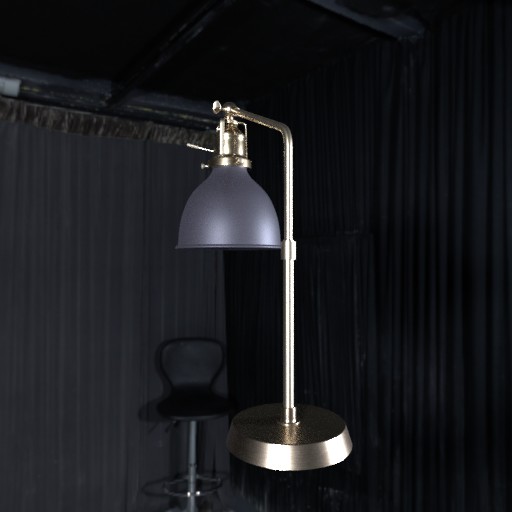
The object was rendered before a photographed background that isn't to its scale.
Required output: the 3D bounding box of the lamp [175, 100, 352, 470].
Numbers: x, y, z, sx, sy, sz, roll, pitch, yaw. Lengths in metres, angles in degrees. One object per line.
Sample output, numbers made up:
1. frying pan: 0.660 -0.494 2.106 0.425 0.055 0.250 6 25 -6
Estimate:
1. lamp: 0.000 0.000 0.604 0.160 0.456 0.291 0 -1 -36
